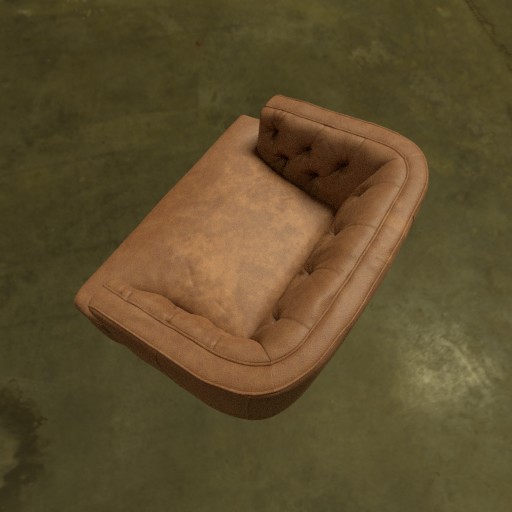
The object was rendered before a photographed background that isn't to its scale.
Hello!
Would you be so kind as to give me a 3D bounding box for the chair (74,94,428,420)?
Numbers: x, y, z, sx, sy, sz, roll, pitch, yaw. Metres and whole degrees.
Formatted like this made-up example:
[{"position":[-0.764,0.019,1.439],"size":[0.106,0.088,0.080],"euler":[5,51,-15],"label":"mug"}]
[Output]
[{"position":[0.000,0.000,1.735],"size":[0.911,0.836,1.119],"euler":[31,67,15],"label":"chair"}]
